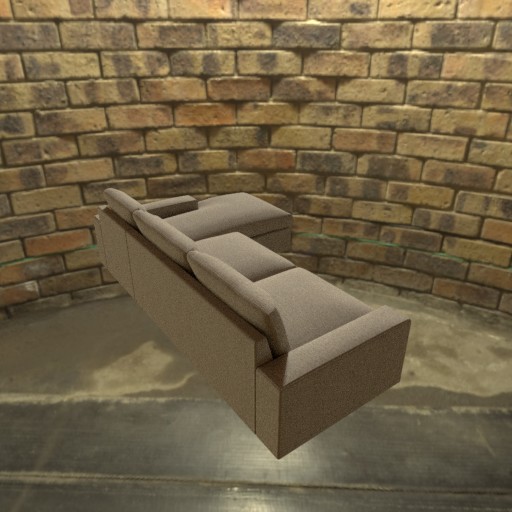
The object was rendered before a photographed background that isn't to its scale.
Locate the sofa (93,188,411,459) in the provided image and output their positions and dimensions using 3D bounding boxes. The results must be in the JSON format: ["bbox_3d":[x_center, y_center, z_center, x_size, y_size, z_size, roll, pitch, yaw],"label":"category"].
[{"bbox_3d":[0.000,0.000,3.521,1.689,0.813,2.718,-18,32,-32],"label":"sofa"}]
